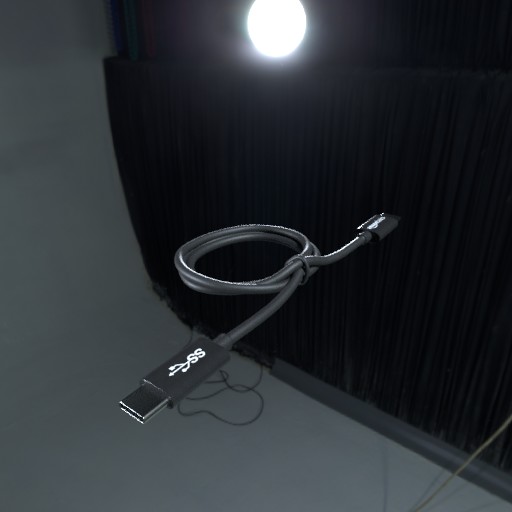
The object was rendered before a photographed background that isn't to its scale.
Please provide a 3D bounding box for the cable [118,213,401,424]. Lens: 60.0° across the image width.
[{"bbox_3d":[0.000,0.000,0.201,0.070,0.014,0.186,18,31,32],"label":"cable"}]
